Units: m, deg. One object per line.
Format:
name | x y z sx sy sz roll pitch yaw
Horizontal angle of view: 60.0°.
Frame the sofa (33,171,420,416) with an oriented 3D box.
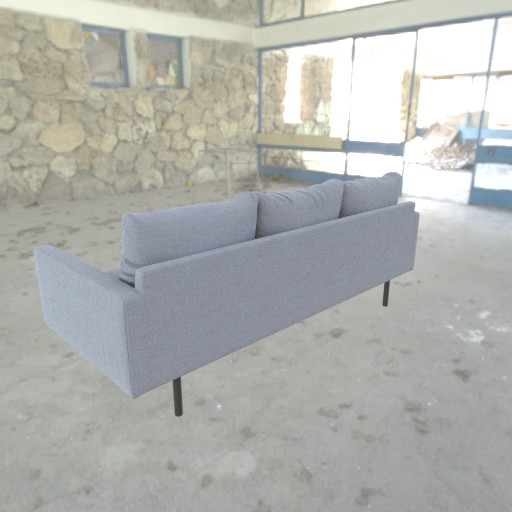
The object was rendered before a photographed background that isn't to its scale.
sofa | 0.000 0.000 2.397 2.000 0.830 0.850 -16 23 -42
